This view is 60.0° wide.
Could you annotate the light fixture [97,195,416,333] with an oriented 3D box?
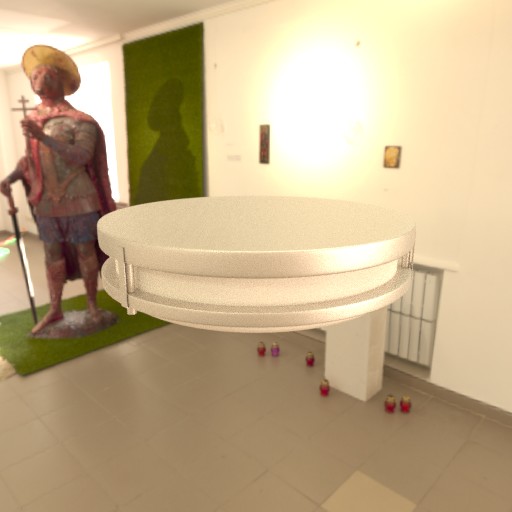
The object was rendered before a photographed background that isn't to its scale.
[{"bbox_3d":[0.000,0.000,0.533,0.356,0.102,0.356,0,15,0],"label":"light fixture"}]
